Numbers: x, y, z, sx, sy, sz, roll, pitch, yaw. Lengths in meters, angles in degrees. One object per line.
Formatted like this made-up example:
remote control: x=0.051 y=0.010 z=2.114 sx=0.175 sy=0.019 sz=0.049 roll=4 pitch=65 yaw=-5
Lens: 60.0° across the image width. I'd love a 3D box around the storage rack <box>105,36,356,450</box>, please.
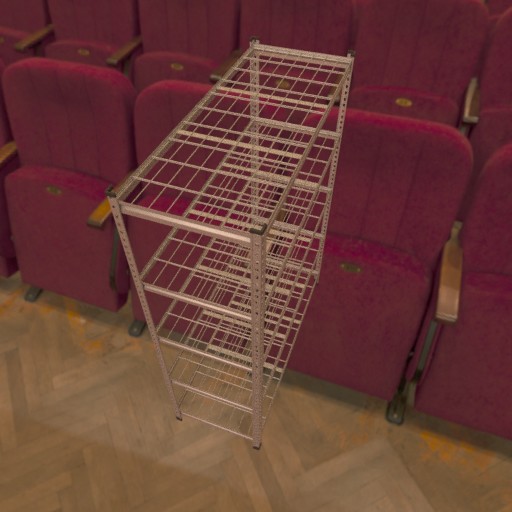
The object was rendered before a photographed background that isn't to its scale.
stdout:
storage rack: x=0.000 y=0.000 z=2.735 sx=0.610 sy=1.981 sz=1.524 roll=15 pitch=49 yaw=14
